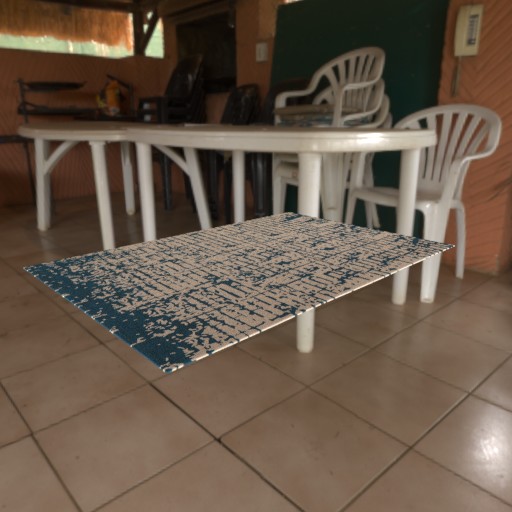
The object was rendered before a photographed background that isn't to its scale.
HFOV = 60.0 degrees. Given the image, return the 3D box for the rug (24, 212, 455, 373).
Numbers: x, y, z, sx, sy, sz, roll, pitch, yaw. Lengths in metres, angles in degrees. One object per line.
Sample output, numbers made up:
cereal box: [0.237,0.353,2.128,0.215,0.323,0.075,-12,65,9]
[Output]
rug: [0.000,0.000,2.237,1.828,0.007,1.220,-16,23,-41]
